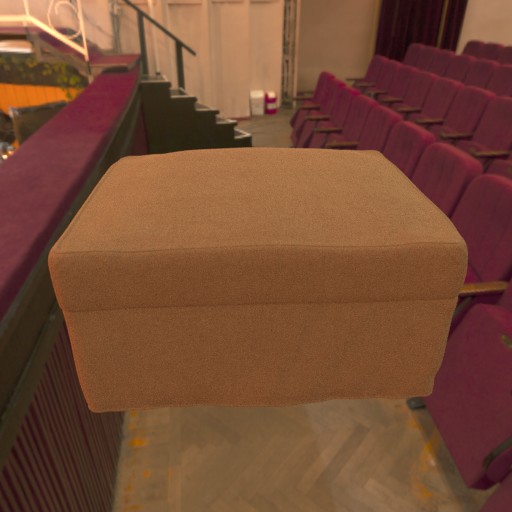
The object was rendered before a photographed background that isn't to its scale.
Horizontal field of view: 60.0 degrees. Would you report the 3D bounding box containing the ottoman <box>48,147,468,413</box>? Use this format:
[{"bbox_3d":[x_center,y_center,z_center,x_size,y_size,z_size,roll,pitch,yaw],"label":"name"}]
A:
[{"bbox_3d":[0.000,0.000,1.207,0.833,0.485,0.650,-2,30,-3],"label":"ottoman"}]
